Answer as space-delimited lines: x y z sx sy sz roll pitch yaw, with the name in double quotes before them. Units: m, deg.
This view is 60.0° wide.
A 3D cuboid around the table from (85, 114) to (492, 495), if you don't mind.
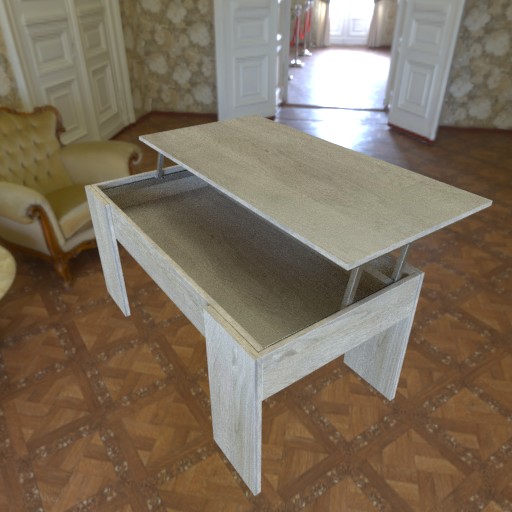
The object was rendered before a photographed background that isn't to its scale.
"table" 0.000 0.000 1.405 0.711 0.570 1.000 -21 37 -29
